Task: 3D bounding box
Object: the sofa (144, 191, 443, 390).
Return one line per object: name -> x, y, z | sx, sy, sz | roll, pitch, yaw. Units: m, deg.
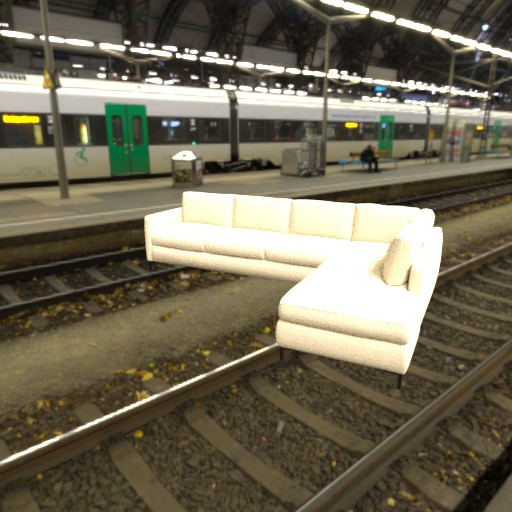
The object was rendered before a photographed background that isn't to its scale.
sofa -> 0.000, 0.000, 3.952 | 2.949, 0.815, 2.007 | 8, 17, 26
